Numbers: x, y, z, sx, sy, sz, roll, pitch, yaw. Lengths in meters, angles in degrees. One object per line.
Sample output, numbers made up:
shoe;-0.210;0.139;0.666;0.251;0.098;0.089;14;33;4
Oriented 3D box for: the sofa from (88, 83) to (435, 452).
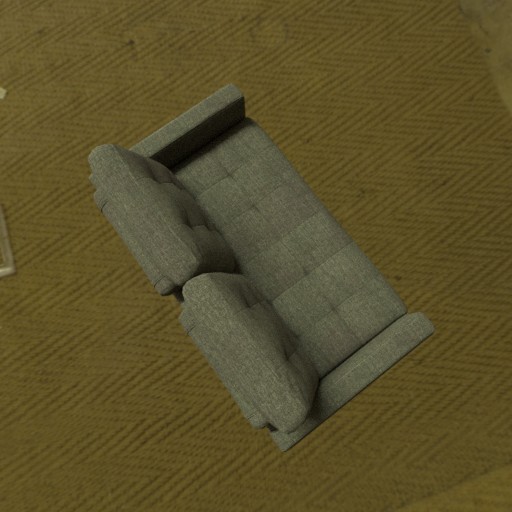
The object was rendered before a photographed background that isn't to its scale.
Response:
sofa;0.000;0.000;1.960;0.842;0.907;1.407;-36;80;-7
